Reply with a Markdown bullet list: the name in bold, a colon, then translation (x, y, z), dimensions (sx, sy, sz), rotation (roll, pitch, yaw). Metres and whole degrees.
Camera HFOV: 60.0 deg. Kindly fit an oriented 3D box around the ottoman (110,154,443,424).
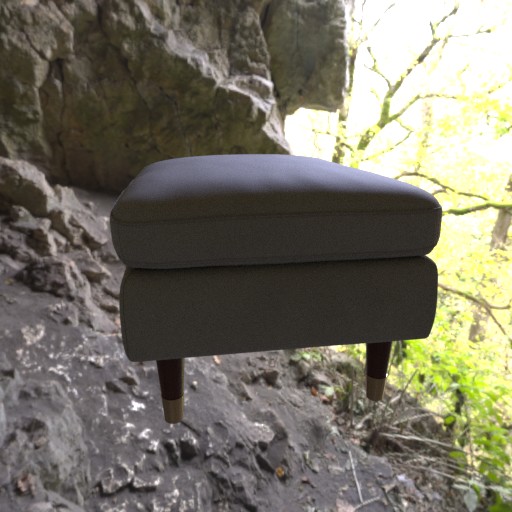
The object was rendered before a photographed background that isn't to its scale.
- **ottoman**: translation (0.000, 0.000, 1.098), dimensions (0.593, 0.478, 0.747), rotation (-3, 17, -10)
